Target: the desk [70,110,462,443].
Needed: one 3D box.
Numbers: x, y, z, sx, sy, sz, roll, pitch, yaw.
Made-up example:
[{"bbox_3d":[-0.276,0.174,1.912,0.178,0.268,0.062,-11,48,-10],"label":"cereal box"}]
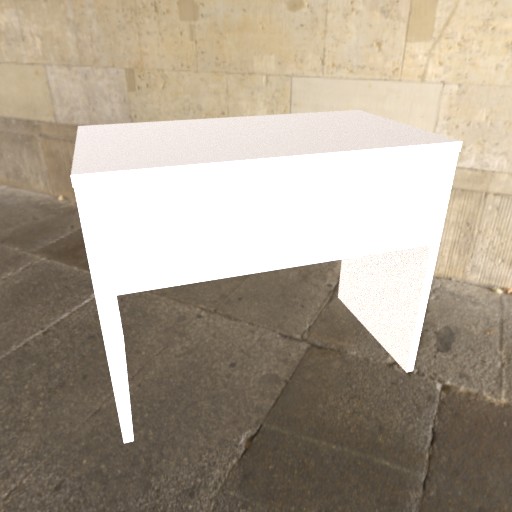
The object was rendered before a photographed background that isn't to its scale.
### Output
[{"bbox_3d":[0.000,0.000,1.338,0.900,0.729,0.498,-9,28,-16],"label":"desk"}]
